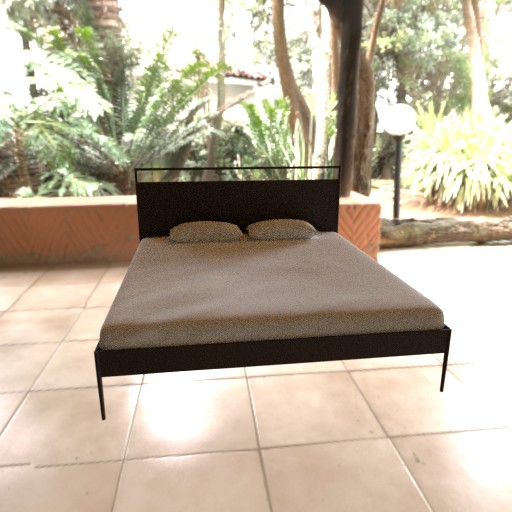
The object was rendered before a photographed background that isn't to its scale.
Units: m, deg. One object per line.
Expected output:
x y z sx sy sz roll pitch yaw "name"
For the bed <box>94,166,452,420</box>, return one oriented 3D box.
0.000 0.000 3.396 1.993 1.173 2.151 -2 16 -8 "bed"
